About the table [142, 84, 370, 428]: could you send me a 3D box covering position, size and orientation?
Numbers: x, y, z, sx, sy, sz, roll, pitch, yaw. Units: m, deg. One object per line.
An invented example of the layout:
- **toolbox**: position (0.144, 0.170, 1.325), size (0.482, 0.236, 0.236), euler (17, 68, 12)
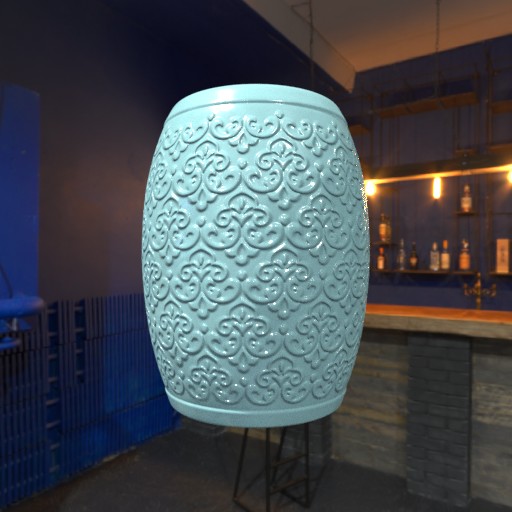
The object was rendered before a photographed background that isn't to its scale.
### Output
- **table**: position (0.000, 0.000, 0.620), size (0.309, 0.397, 0.309), euler (0, 0, 0)
